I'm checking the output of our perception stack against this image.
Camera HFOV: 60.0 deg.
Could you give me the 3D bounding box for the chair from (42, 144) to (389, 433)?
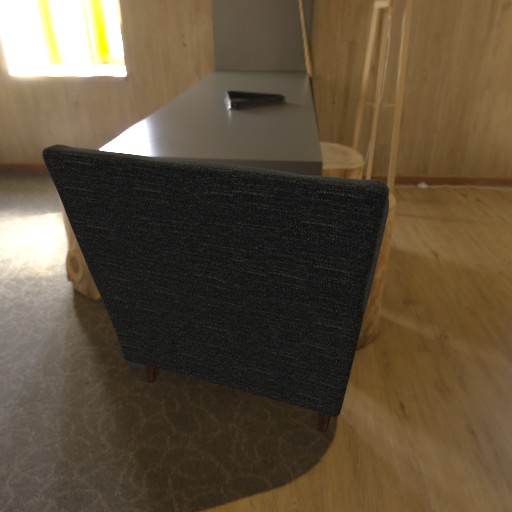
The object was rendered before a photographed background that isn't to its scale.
[{"bbox_3d":[0.000,0.000,1.577,0.864,0.928,0.873,10,31,17],"label":"chair"}]
